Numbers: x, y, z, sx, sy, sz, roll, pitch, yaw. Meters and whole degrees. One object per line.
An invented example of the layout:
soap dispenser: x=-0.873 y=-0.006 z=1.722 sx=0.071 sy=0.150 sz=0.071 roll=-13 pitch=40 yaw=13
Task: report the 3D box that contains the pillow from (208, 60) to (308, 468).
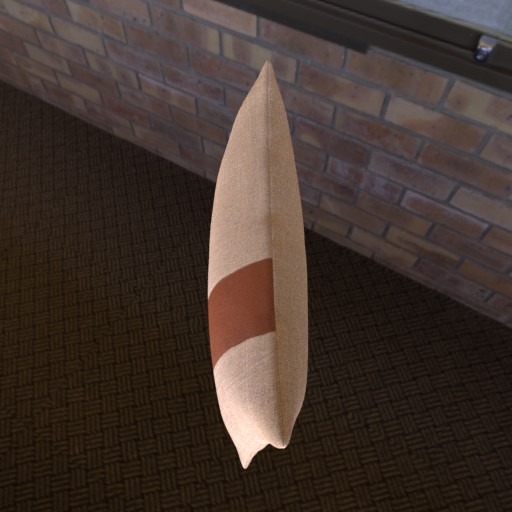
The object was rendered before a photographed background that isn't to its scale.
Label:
pillow: x=0.000 y=0.000 z=0.720 sx=0.155 sy=0.282 sz=0.612 roll=-1 pitch=59 yaw=0
